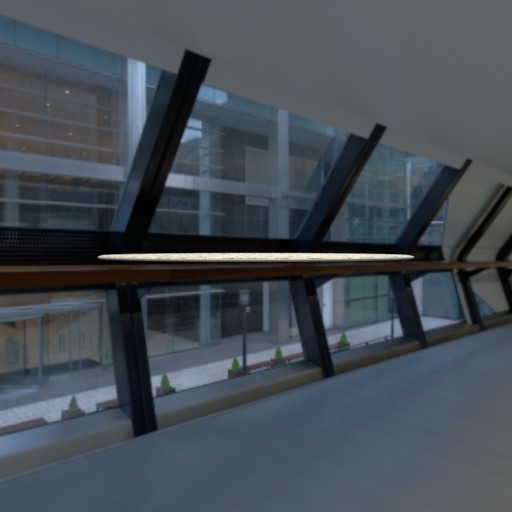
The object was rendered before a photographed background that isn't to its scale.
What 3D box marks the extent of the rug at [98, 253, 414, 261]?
[{"bbox_3d":[0.000,0.000,2.370,1.593,0.012,1.593,0,1,0],"label":"rug"}]
